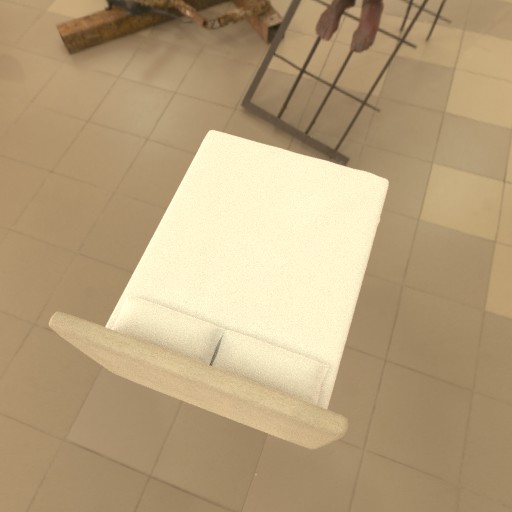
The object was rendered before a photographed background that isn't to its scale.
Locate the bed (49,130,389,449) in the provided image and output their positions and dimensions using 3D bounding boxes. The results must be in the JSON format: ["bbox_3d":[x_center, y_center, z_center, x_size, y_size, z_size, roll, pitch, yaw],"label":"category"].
[{"bbox_3d":[0.000,0.000,3.258,1.713,1.330,2.162,18,65,9],"label":"bed"}]
